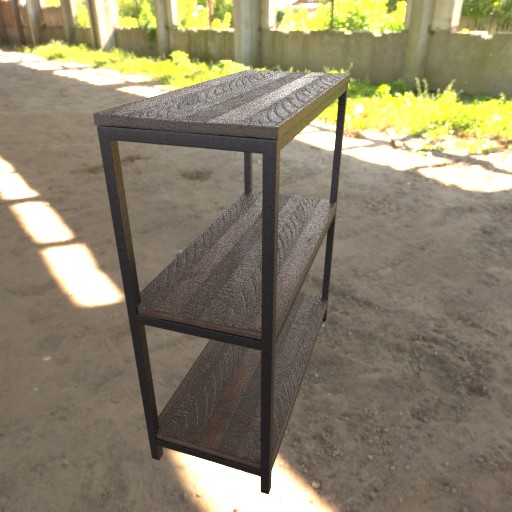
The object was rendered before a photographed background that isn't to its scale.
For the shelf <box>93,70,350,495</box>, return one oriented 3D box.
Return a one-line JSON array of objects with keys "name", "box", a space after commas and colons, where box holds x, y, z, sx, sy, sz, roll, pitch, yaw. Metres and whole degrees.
[{"name": "shelf", "box": [0.000, 0.000, 1.326, 0.352, 0.947, 0.822, 9, 29, 16]}]
